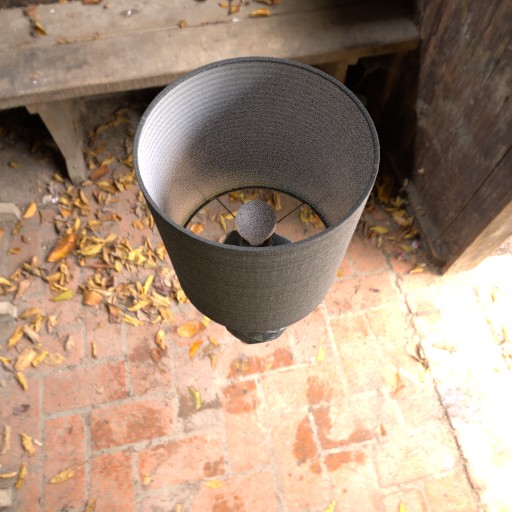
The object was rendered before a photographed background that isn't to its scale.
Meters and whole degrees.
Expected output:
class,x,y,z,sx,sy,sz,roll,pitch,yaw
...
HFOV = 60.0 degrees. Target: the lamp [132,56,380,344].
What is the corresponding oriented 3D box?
class,x,y,z,sx,sy,sz,roll,pitch,yaw
lamp,0.000,0.000,0.739,0.269,0.566,0.268,-37,69,-17
